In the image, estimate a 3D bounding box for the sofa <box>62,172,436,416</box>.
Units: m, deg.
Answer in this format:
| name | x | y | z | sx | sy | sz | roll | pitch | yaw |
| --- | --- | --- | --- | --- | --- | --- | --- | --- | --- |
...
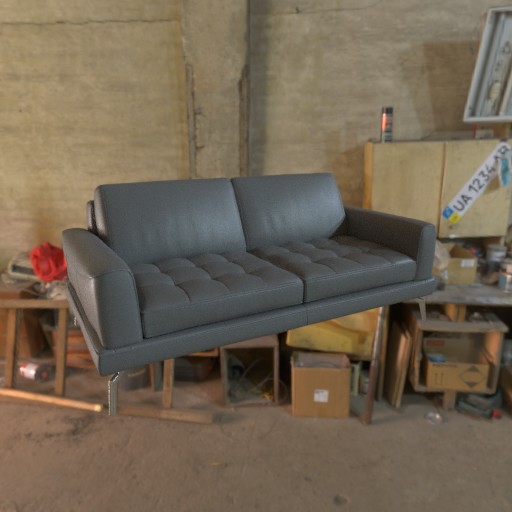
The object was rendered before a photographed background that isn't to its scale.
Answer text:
| name | x | y | z | sx | sy | sz | roll | pitch | yaw |
| --- | --- | --- | --- | --- | --- | --- | --- | --- | --- |
| sofa | 0.000 | 0.000 | 2.801 | 2.177 | 0.930 | 1.121 | -8 | 18 | -28 |
